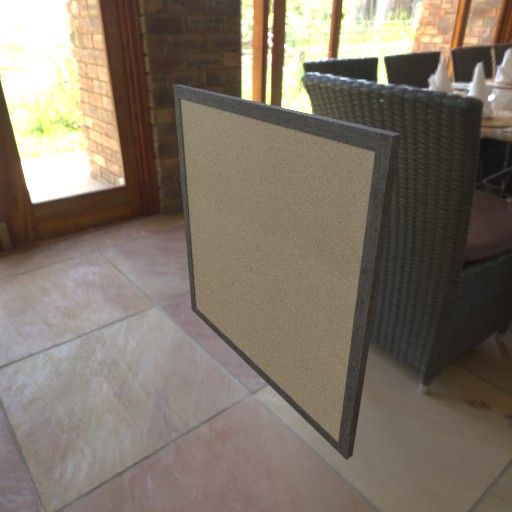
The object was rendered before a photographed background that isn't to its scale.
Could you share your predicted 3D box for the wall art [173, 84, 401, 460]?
[{"bbox_3d":[0.000,0.000,0.691,0.013,0.457,0.457,-19,33,-31],"label":"wall art"}]
